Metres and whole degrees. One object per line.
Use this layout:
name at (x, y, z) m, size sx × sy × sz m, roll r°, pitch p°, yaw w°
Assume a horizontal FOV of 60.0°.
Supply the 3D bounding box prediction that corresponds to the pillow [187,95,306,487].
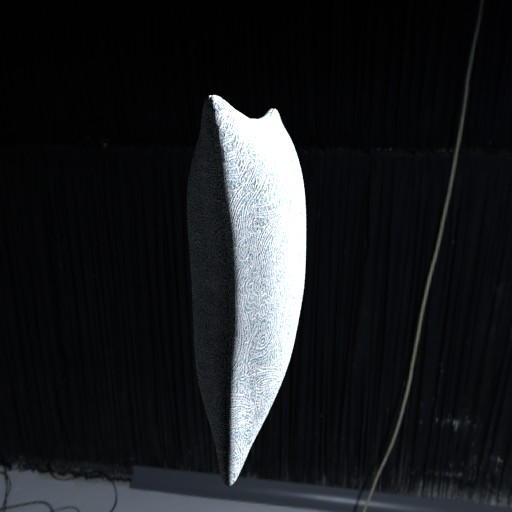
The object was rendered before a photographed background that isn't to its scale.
pillow at (0.000, 0.000, 0.779) m, size 0.166 × 0.507 × 0.526 m, roll 3°, pitch 17°, yaw 9°
